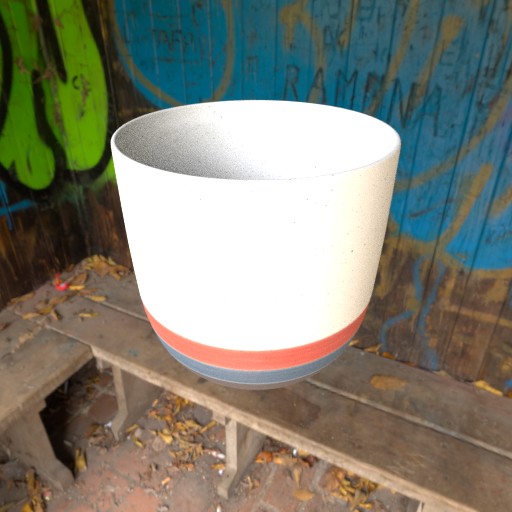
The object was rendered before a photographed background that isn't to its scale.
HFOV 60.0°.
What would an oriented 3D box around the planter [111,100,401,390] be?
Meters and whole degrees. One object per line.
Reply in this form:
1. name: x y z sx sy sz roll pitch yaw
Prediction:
1. planter: 0.000 0.000 0.377 0.204 0.214 0.204 0 31 0
